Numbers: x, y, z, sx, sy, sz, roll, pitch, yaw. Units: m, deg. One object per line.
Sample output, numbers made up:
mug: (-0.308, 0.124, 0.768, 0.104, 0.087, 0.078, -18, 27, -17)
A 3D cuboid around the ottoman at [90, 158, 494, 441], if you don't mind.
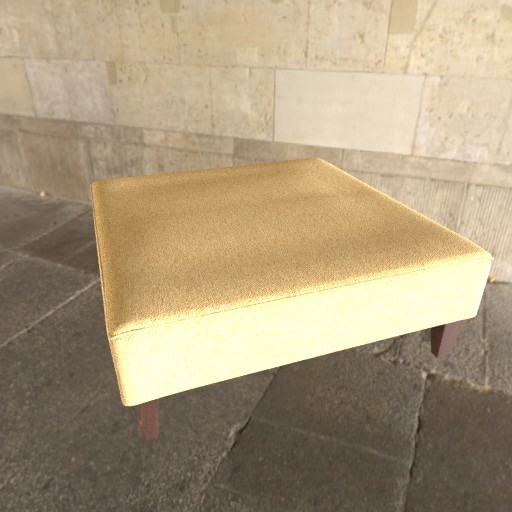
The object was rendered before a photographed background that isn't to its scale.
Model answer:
ottoman: (0.000, 0.000, 1.466, 0.970, 0.378, 0.981, -10, 30, -18)
